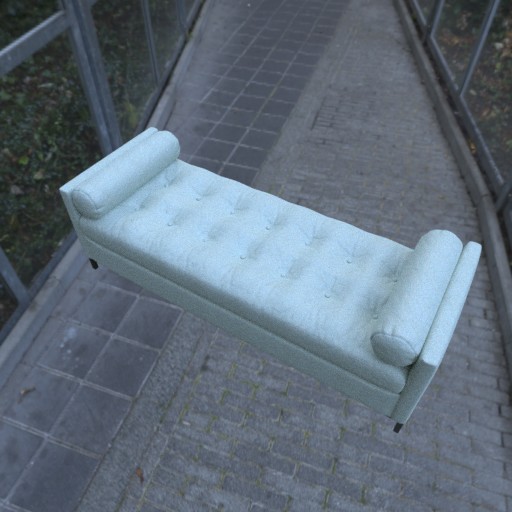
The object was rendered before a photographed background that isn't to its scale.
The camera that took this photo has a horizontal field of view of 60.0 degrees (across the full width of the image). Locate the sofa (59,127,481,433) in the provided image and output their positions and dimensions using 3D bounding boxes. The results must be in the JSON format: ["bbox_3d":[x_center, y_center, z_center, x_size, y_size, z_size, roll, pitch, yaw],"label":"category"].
[{"bbox_3d":[0.000,0.000,2.479,2.102,0.705,0.796,24,51,21],"label":"sofa"}]
